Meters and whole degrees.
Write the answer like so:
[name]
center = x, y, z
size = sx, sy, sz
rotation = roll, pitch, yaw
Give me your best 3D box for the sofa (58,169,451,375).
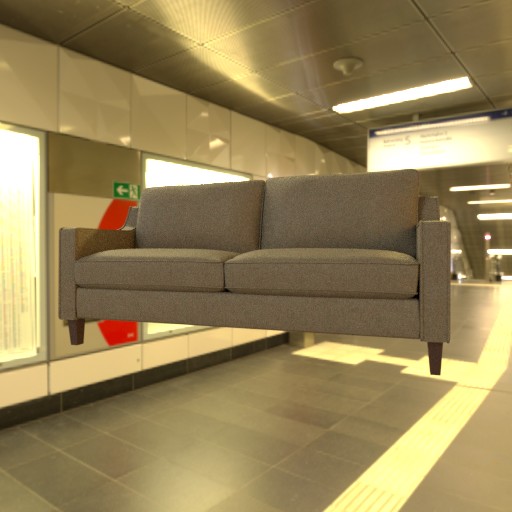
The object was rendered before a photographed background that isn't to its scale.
[sofa]
center = 0.000, 0.000, 2.800
size = 2.181, 1.074, 1.073
rotation = 0, 1, 18
